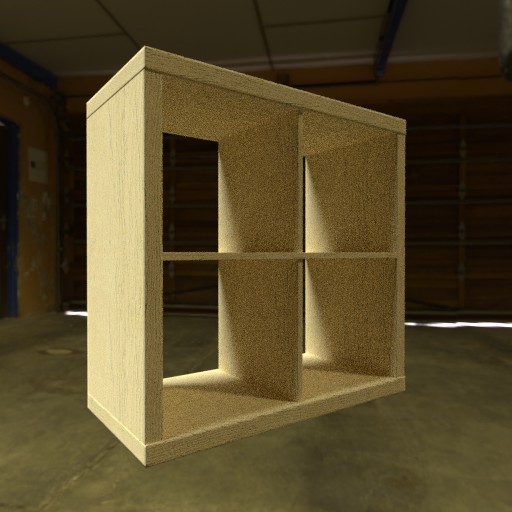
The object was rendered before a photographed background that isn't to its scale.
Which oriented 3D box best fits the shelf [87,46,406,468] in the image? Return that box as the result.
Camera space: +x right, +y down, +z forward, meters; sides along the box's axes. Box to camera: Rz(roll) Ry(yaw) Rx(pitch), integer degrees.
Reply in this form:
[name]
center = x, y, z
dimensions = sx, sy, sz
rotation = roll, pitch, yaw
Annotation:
[shelf]
center = 0.000, 0.000, 1.214
dimensions = 0.790, 0.786, 0.390
rotation = 0, 1, -36
